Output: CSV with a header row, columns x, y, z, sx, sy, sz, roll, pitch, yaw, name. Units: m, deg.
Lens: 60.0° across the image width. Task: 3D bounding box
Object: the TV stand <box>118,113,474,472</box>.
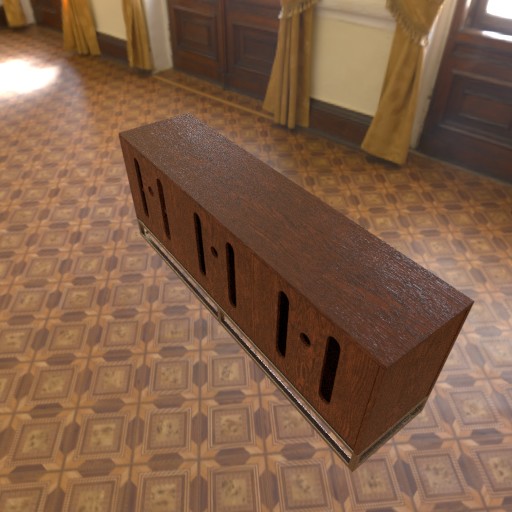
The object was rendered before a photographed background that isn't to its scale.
x,y,z,sx,sy,sz,roll,pitch,yaw,name
0.000,0.000,1.788,0.382,0.578,1.541,-26,48,-27,TV stand
